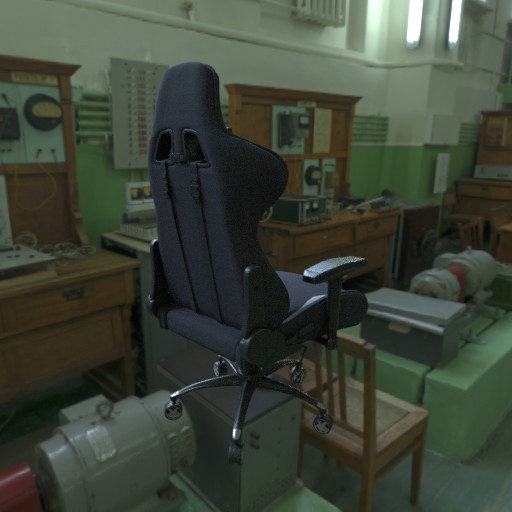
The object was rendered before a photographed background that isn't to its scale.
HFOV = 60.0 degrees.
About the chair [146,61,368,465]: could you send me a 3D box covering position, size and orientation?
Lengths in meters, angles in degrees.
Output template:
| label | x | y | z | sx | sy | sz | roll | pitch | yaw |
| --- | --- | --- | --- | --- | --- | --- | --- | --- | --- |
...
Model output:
| label | x | y | z | sx | sy | sz | roll | pitch | yaw |
| --- | --- | --- | --- | --- | --- | --- | --- | --- | --- |
| chair | 0.000 | 0.000 | 1.687 | 0.730 | 1.300 | 0.695 | 14 | 20 | 42 |
